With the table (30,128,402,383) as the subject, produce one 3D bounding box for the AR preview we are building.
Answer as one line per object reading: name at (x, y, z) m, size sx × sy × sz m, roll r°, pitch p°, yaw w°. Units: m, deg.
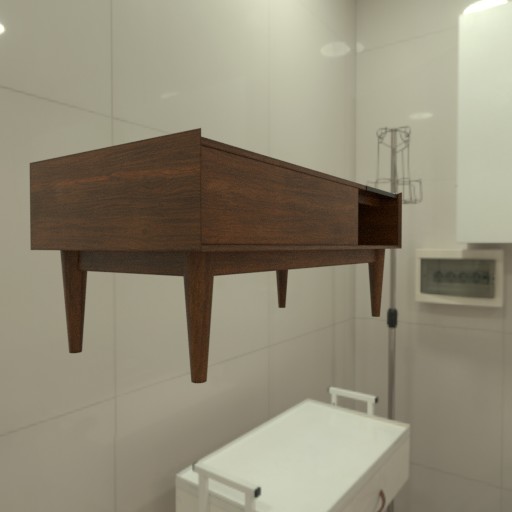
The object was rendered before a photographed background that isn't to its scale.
table at (0.000, 0.000, 1.505) m, size 0.610 × 0.508 × 1.221 m, roll 1°, pitch 2°, yaw 35°
